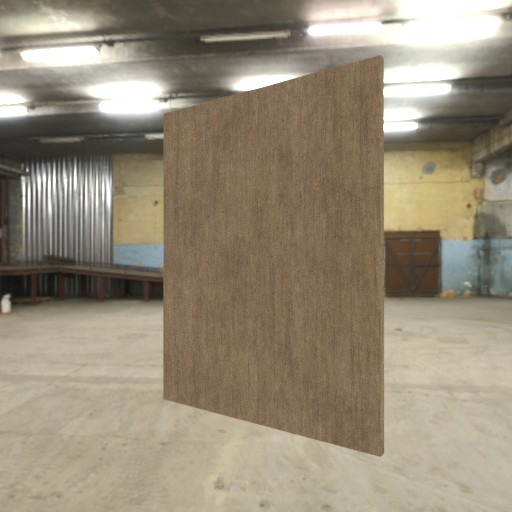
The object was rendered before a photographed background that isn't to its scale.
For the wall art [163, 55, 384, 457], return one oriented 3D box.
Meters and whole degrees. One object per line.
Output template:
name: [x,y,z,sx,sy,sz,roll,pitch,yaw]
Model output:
wall art: [0.000,0.000,0.918,0.534,0.686,0.018,0,0,35]
